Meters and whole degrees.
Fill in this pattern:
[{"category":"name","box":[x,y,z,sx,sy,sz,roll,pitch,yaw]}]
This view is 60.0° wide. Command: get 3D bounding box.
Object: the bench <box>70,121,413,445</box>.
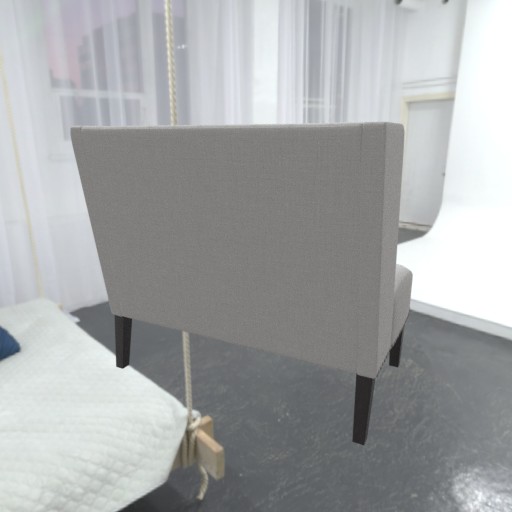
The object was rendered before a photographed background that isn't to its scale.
[{"category":"bench","box":[0.000,0.000,1.999,1.280,1.123,0.847,8,17,27]}]
